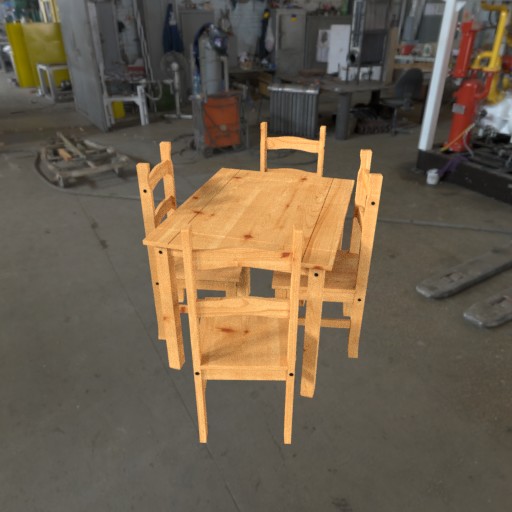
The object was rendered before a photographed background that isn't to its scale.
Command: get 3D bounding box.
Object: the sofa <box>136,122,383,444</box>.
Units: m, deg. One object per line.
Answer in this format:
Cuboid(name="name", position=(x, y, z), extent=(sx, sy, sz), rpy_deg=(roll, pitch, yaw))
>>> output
Cuboid(name="sofa", position=(0.000, 0.000, 2.270), extent=(1.144, 1.000, 1.529), rpy_deg=(8, 30, 14))
